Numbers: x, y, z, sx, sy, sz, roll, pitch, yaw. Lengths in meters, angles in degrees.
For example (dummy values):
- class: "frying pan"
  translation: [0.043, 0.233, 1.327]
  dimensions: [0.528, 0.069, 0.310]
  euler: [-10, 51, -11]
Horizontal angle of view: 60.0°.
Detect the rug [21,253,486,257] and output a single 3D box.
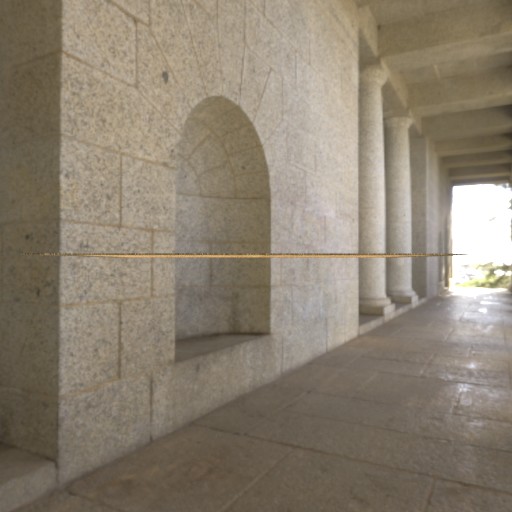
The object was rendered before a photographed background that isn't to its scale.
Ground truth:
- class: "rug"
  translation: [0.000, 0.000, 3.030]
  dimensions: [2.435, 0.006, 1.521]
  euler: [0, -1, -1]
